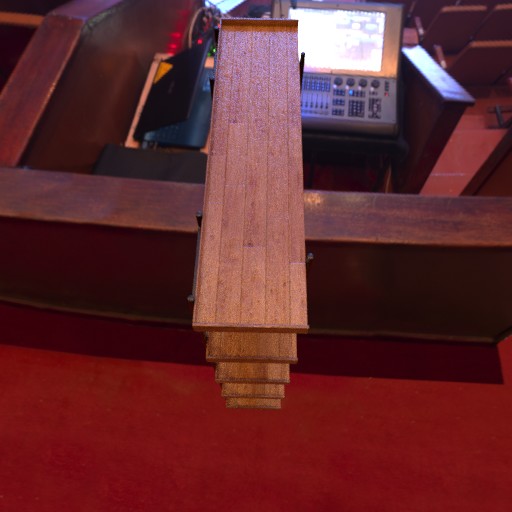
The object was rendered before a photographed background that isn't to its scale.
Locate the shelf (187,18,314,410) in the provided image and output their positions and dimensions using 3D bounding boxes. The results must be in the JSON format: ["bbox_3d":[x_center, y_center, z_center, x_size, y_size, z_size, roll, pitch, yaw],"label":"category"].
[{"bbox_3d":[0.000,0.000,2.393,0.379,1.826,1.371,1,63,1],"label":"shelf"}]
